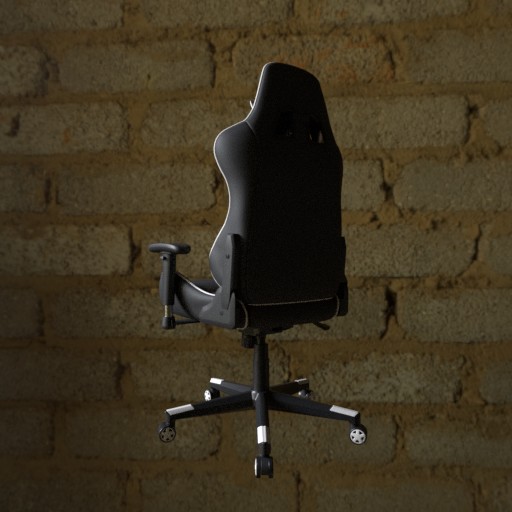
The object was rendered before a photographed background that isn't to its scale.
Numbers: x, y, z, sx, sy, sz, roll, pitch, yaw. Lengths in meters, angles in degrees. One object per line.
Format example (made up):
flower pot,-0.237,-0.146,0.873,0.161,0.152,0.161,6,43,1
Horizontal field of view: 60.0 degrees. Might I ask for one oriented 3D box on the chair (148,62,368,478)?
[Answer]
chair,0.000,0.000,1.613,0.700,1.240,0.700,0,1,-36
